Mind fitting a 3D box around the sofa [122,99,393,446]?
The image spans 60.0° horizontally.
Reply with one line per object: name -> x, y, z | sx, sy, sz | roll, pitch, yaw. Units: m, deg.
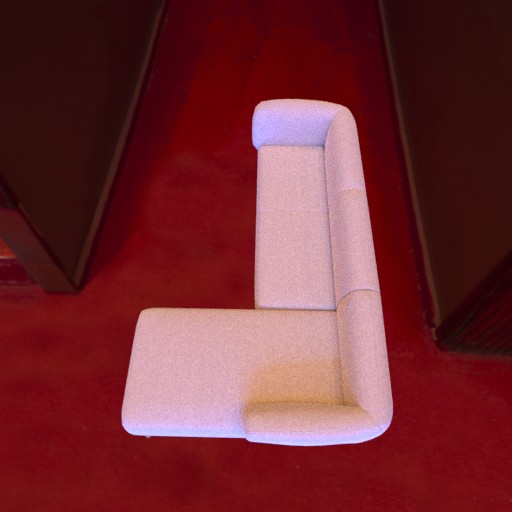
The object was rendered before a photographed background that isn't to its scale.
sofa -> 0.000, 0.000, 3.300 | 1.610, 0.730, 2.660 | 1, 59, 1
